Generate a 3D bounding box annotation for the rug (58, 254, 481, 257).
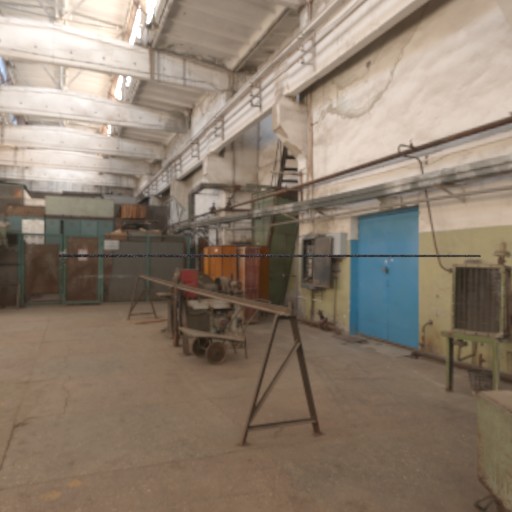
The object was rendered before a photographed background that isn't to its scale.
[{"bbox_3d":[0.000,0.000,2.233,1.754,0.010,1.139,0,0,-20],"label":"rug"}]
